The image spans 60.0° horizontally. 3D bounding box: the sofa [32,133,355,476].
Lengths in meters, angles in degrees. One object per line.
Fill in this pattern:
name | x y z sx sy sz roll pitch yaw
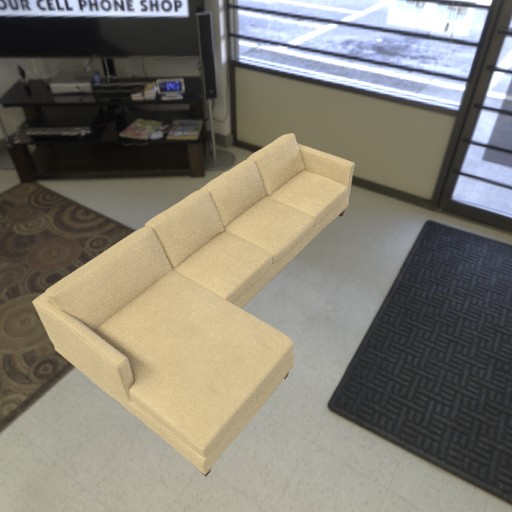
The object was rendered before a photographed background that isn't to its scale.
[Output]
sofa | 0.000 0.000 3.902 1.625 0.846 3.186 26 47 27
